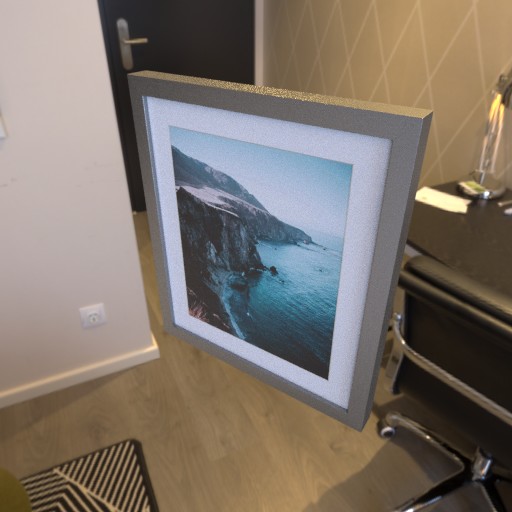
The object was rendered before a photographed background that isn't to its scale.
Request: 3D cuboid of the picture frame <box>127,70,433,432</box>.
[{"bbox_3d":[0.000,0.000,1.347,0.839,0.968,0.073,20,37,28],"label":"picture frame"}]
